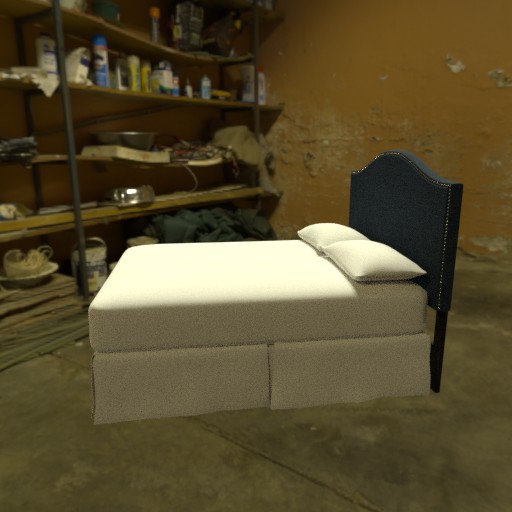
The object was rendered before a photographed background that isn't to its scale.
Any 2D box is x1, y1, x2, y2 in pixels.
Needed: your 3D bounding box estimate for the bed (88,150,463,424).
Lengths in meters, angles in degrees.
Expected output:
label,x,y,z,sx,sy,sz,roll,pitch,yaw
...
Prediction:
label,x,y,z,sx,sy,sz,roll,pitch,yaw
bed,0.000,0.000,3.257,2.153,1.518,1.713,-2,14,-8
